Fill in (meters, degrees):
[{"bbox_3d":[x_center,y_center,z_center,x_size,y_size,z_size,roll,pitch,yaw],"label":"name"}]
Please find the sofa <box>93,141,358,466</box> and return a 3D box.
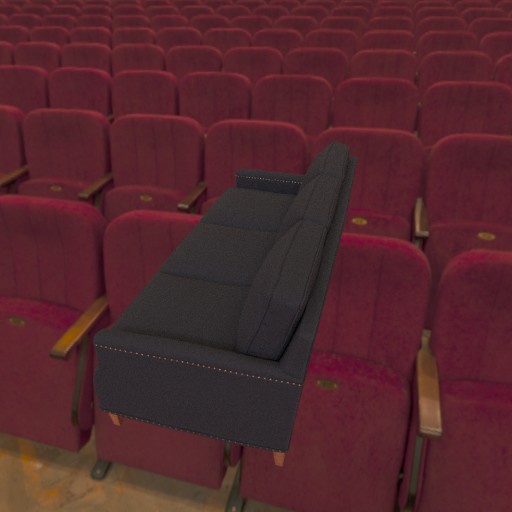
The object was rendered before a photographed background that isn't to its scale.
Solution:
[{"bbox_3d":[0.000,0.000,2.879,1.084,1.003,2.246,8,33,13],"label":"sofa"}]
